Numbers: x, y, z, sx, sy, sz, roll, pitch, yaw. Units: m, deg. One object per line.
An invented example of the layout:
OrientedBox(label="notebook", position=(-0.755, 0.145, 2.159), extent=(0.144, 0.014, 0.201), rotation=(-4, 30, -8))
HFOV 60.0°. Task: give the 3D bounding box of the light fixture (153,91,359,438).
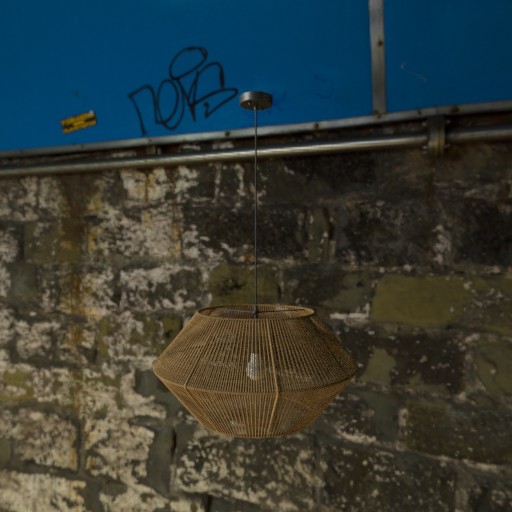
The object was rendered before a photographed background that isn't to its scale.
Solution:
OrientedBox(label="light fixture", position=(0.000, 0.000, 1.411), extent=(0.643, 1.009, 0.643), rotation=(0, 0, 0))
